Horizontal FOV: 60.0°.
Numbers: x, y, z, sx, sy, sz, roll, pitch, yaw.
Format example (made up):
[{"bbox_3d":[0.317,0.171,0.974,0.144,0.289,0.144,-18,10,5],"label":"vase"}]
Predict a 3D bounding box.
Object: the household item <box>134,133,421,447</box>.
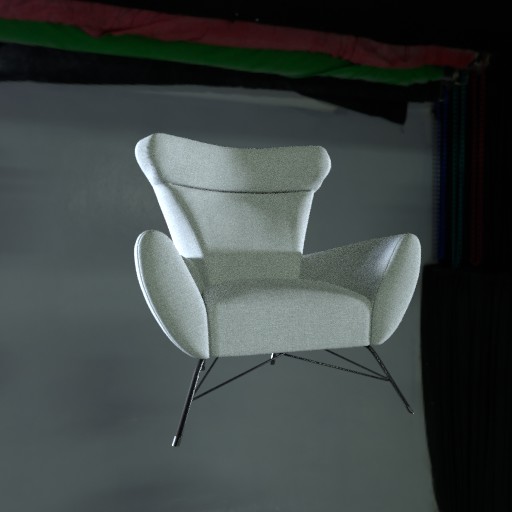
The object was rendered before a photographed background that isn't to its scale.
[{"bbox_3d":[0.000,0.000,1.780,0.980,1.050,0.900,0,1,-18],"label":"household item"}]
